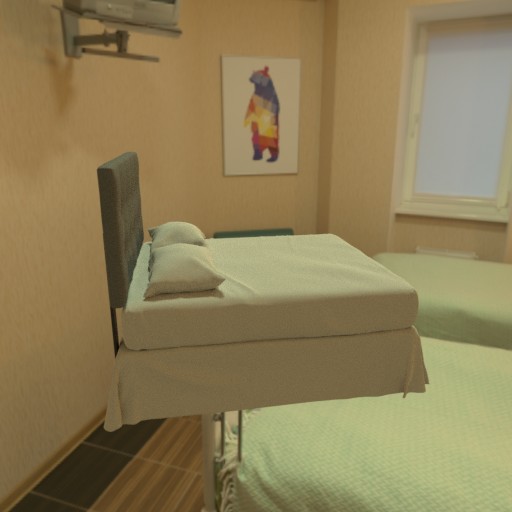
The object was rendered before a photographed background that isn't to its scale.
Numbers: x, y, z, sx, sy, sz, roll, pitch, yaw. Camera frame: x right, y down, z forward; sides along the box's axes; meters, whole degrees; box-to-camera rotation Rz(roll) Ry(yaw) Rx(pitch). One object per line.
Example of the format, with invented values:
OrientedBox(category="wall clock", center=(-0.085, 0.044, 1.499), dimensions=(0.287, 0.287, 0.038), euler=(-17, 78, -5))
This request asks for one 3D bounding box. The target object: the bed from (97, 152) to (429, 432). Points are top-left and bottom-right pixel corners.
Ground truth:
OrientedBox(category="bed", center=(0.000, 0.000, 3.564), dimensions=(2.222, 1.577, 1.936), euler=(-3, 16, -9))
